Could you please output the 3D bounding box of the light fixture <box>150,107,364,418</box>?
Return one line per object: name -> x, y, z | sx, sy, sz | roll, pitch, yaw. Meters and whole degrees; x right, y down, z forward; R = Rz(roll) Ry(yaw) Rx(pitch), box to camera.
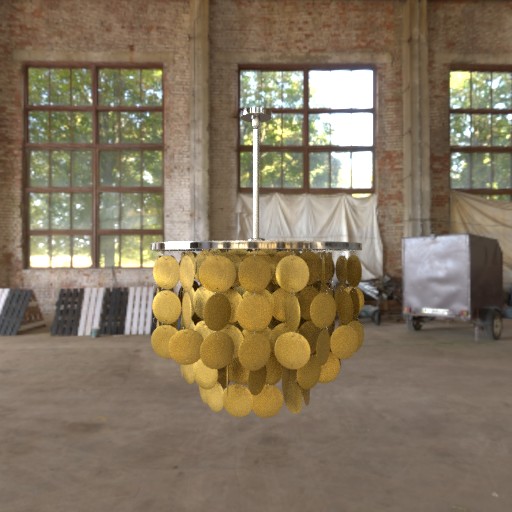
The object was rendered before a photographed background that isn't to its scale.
light fixture -> 0.000, 0.000, 0.754 | 0.368, 0.492, 0.368 | 0, 0, 0
